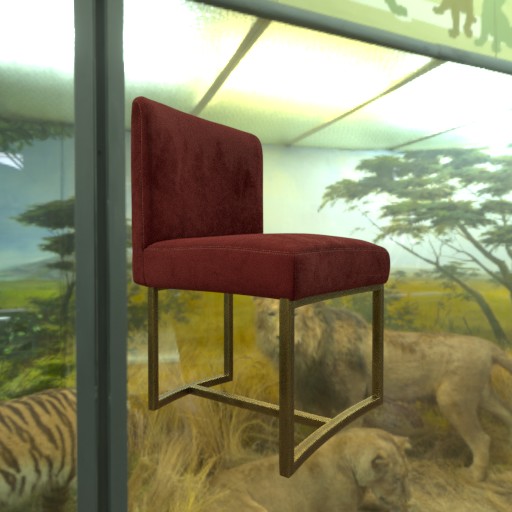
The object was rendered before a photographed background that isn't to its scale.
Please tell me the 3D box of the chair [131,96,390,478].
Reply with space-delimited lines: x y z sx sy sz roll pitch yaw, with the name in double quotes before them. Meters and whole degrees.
"chair" 0.000 0.000 1.177 0.560 0.824 0.530 1 2 36
